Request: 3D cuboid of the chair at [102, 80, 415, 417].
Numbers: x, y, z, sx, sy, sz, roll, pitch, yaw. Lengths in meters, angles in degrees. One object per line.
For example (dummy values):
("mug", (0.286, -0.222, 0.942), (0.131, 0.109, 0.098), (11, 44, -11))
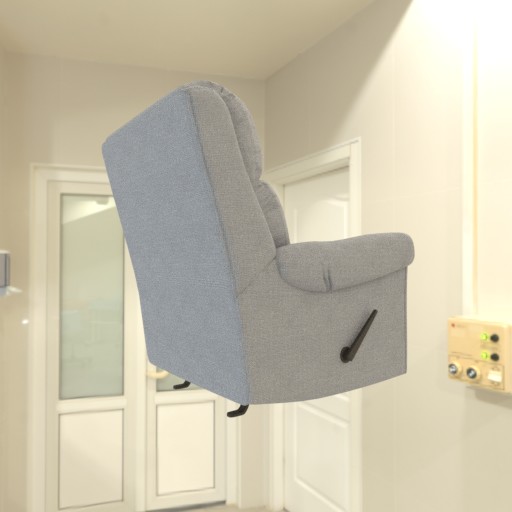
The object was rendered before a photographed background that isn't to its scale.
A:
("chair", (0.000, 0.000, 1.768), (1.014, 1.054, 0.838), (1, -1, -36))
